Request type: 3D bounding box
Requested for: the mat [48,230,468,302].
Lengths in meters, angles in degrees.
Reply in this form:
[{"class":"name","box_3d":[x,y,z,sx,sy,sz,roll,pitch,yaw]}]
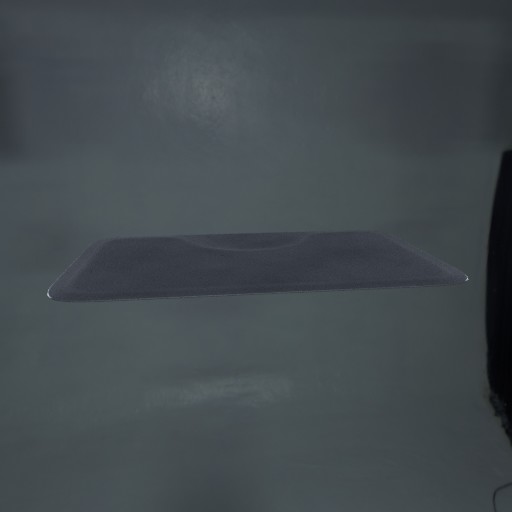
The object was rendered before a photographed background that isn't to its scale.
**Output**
[{"class":"mat","box_3d":[0.000,0.000,1.919,1.524,0.013,0.918,-2,16,-7]}]
